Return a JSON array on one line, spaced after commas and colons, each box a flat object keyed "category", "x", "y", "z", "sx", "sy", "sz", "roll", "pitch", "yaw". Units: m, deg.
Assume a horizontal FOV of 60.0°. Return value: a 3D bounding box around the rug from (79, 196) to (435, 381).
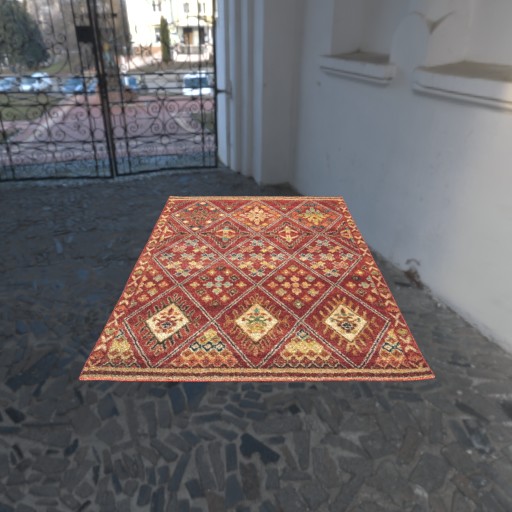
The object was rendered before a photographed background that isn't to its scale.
[{"category": "rug", "x": 0.000, "y": 0.000, "z": 2.895, "sx": 1.521, "sy": 0.026, "sz": 2.286, "roll": 0, "pitch": 27, "yaw": 0}]
